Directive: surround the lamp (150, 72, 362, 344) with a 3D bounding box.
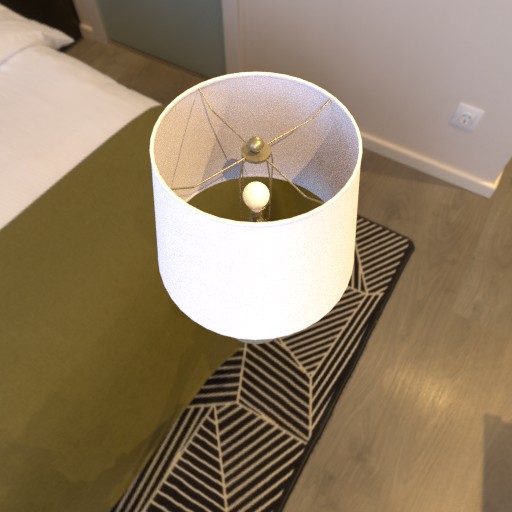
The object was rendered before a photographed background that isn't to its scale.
[{"bbox_3d":[0.000,0.000,0.564,0.239,0.399,0.239,0,59,0],"label":"lamp"}]
